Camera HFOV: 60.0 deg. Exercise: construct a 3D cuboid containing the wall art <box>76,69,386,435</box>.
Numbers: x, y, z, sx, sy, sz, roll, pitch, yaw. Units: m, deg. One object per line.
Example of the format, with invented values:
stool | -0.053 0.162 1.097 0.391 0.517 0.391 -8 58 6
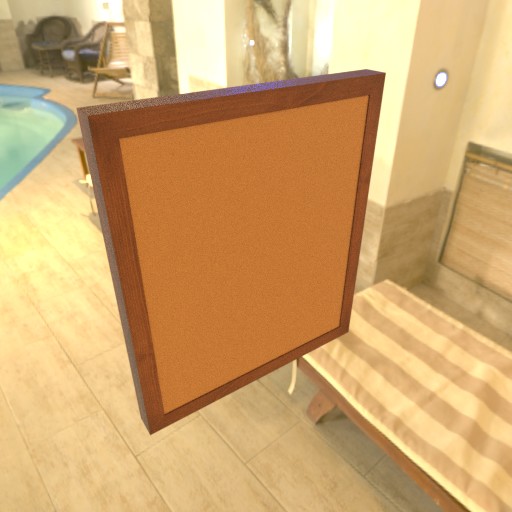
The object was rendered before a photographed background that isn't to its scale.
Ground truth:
wall art | 0.000 0.000 0.526 0.330 0.381 0.030 -20 37 -29
